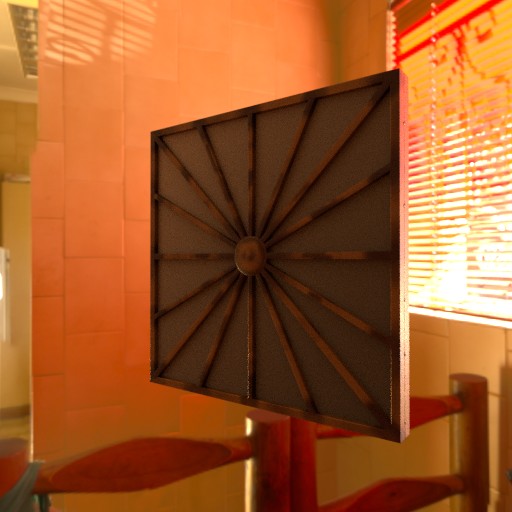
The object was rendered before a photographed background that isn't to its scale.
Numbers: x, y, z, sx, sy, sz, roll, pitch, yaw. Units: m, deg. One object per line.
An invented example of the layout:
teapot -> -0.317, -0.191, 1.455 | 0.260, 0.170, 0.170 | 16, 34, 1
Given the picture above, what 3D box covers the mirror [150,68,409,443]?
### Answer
mirror -> 0.000, 0.000, 0.762 | 0.509, 0.507, 0.042 | 0, -1, 36
